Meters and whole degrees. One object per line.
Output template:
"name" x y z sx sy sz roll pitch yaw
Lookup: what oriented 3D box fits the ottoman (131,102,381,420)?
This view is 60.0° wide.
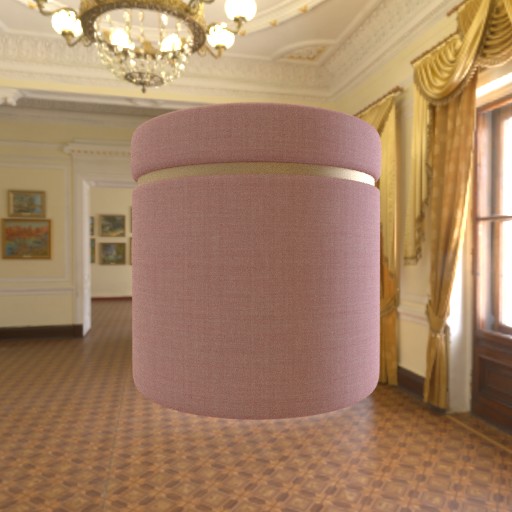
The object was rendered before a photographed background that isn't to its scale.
"ottoman" 0.000 0.000 0.736 0.400 0.406 0.400 0 1 0
